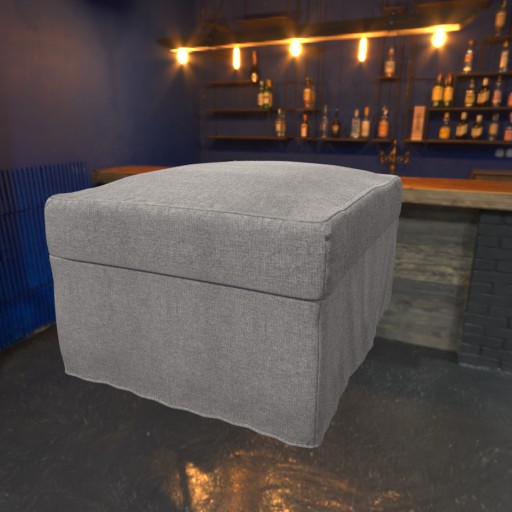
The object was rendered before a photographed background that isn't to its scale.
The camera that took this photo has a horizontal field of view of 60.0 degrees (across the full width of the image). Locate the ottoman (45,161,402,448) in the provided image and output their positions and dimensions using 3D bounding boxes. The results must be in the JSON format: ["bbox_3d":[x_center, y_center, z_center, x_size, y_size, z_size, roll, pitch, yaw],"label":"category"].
[{"bbox_3d":[0.000,0.000,1.219,0.652,0.492,0.833,8,18,24],"label":"ottoman"}]
